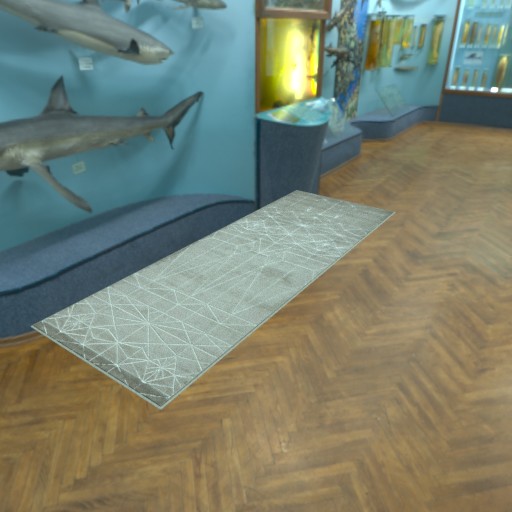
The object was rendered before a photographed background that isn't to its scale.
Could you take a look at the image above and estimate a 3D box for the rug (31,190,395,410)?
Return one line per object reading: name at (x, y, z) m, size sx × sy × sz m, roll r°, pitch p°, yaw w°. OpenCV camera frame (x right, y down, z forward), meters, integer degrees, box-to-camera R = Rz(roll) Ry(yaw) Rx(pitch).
rug at (0.000, 0.000, 2.701) m, size 0.864 × 0.012 × 2.388 m, roll 18°, pitch 32°, yaw 31°
